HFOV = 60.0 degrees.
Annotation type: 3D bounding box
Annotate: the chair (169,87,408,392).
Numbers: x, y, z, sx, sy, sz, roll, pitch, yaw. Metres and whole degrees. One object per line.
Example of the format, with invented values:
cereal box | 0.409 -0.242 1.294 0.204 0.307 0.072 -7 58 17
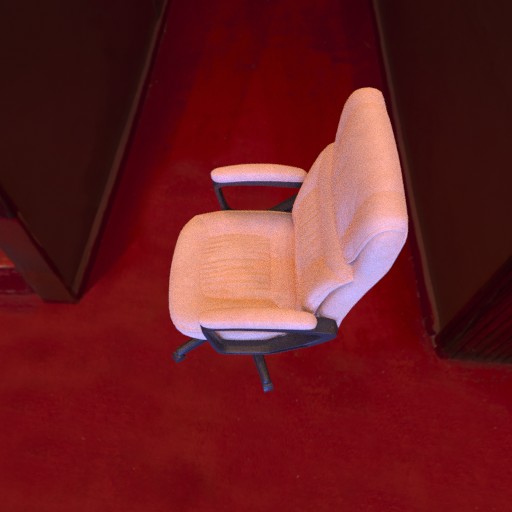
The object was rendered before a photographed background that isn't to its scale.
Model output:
chair | 0.000 0.000 1.557 0.724 1.105 0.667 1 58 1
